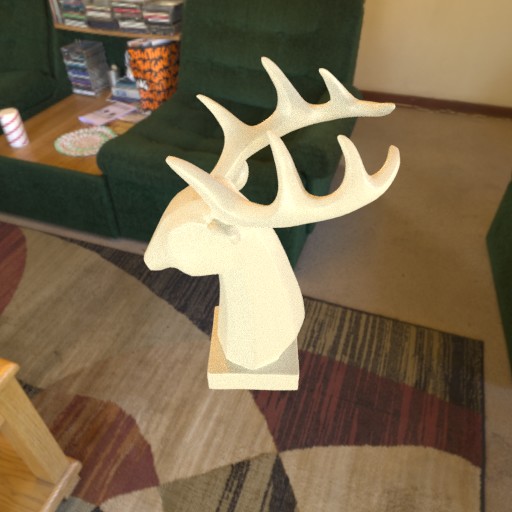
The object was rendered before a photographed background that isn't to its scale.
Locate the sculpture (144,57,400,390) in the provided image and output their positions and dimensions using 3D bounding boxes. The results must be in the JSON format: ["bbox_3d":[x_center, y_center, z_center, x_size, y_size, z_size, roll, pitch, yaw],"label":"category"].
[{"bbox_3d":[0.000,0.000,0.441,0.224,0.329,0.174,1,42,1],"label":"sculpture"}]
